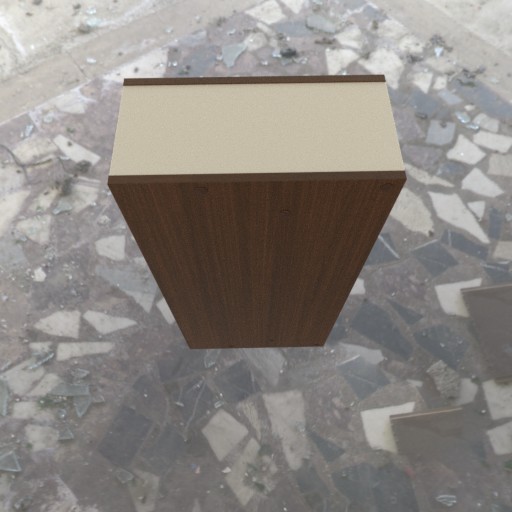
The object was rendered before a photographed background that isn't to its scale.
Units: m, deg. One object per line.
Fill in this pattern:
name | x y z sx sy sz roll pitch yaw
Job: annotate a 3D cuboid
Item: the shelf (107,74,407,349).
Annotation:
shelf | 0.000 0.000 0.728 0.290 0.600 0.147 -1 63 -1
